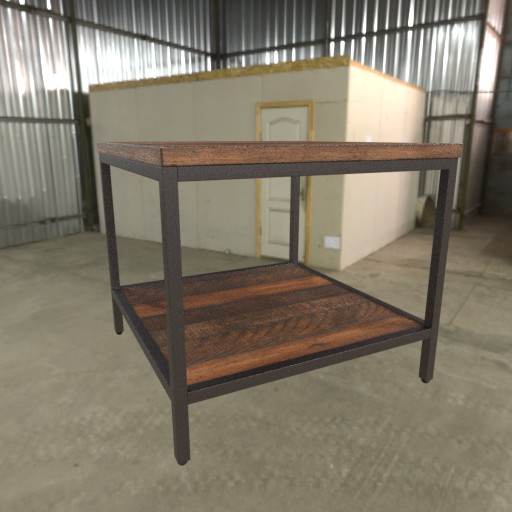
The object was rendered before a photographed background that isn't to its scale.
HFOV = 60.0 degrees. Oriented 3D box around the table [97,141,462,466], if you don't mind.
[{"bbox_3d":[0.000,0.000,0.972,0.548,0.482,0.553,-8,17,-26],"label":"table"}]
